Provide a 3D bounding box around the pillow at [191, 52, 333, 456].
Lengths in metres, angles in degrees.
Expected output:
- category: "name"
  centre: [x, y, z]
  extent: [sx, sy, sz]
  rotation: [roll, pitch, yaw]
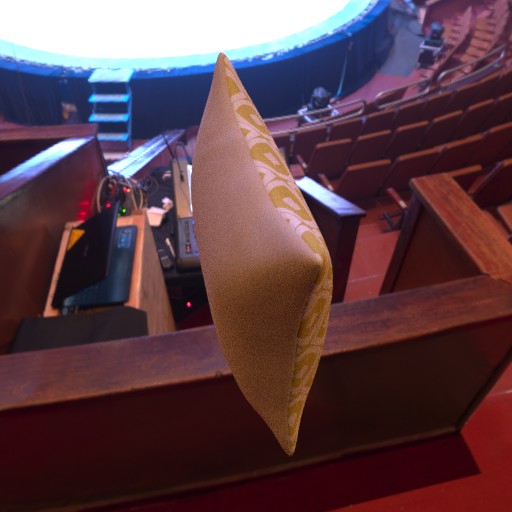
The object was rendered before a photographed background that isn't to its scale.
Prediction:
- category: "pillow"
  centre: [0.000, 0.000, 0.760]
  extent: [0.188, 0.494, 0.504]
  rotation: [-10, 47, -9]
